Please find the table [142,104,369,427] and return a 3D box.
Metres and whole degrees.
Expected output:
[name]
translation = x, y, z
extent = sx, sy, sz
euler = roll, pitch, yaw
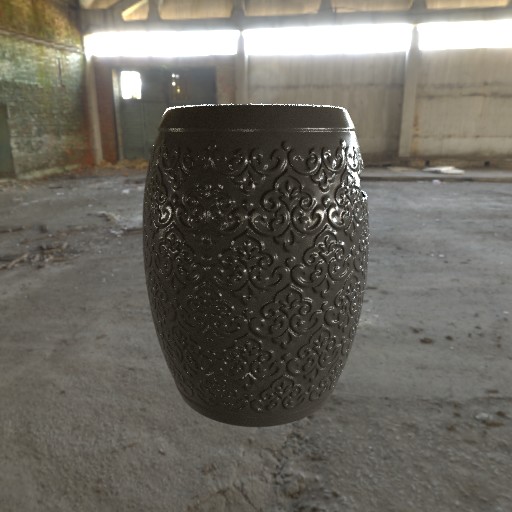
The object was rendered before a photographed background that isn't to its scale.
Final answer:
[table]
translation = 0.000, 0.000, 0.628
extent = 0.309, 0.397, 0.309
euler = 0, 16, 0
